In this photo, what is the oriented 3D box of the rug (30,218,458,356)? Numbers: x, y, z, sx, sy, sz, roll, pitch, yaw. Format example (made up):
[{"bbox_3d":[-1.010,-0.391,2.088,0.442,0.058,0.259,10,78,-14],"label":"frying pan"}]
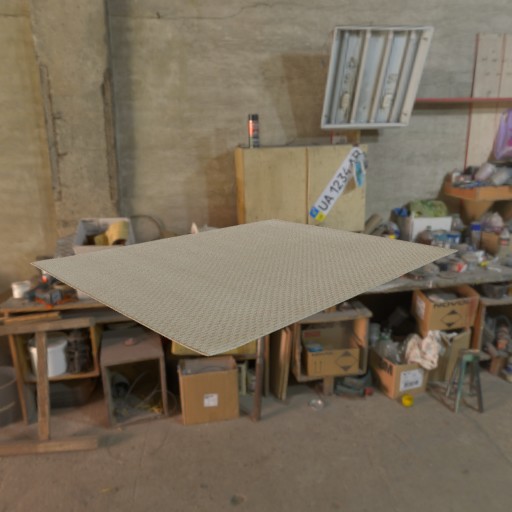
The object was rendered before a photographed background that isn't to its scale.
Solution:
[{"bbox_3d":[0.000,0.000,3.789,2.277,0.035,2.897,14,21,43],"label":"rug"}]
